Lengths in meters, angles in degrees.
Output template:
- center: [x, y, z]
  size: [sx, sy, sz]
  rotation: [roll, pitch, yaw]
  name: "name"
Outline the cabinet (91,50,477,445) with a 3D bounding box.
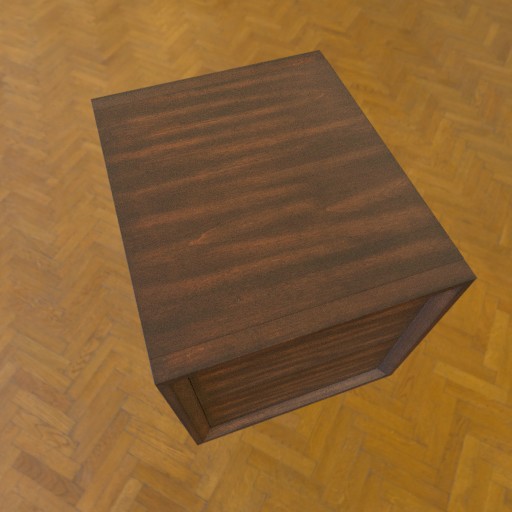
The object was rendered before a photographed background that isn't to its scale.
- center: [0.000, 0.000, 0.826]
  size: [0.402, 0.455, 0.500]
  rotation: [-16, 60, -10]
  name: "cabinet"
